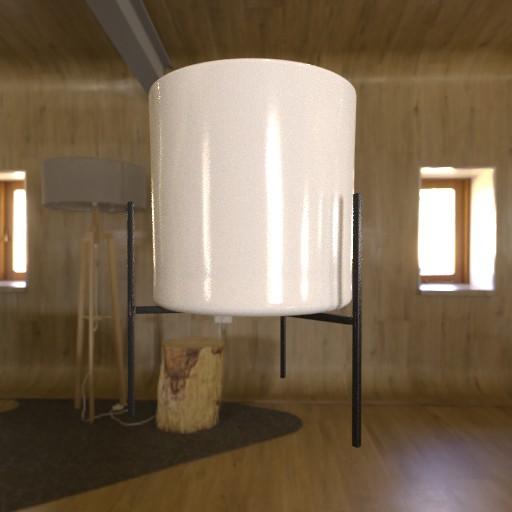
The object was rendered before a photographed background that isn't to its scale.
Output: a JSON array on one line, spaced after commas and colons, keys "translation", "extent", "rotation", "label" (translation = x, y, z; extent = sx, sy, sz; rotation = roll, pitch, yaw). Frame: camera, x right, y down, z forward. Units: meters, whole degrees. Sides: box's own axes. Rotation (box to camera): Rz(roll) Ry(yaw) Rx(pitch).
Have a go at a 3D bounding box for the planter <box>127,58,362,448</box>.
[{"translation": [0.000, 0.000, 0.629], "extent": [0.307, 0.431, 0.308], "rotation": [0, 1, 18], "label": "planter"}]
